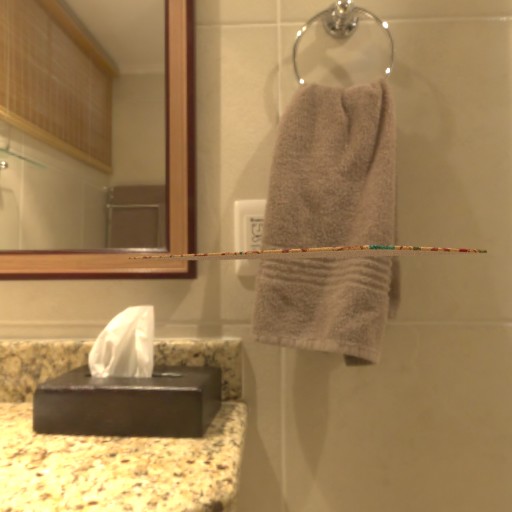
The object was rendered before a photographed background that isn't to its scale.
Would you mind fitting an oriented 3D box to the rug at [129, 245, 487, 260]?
[{"bbox_3d":[0.000,0.000,2.501,0.693,0.016,2.273,1,-2,-35],"label":"rug"}]
